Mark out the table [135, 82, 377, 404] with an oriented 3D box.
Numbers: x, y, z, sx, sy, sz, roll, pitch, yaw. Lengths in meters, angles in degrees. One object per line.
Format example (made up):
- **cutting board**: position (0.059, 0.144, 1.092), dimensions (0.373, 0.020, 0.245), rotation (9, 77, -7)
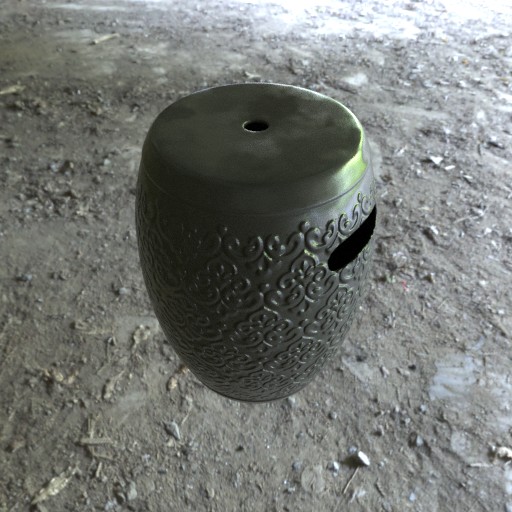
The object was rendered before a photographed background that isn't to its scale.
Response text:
- **table**: position (0.000, 0.000, 0.617), dimensions (0.309, 0.397, 0.309), rotation (0, 44, 0)
